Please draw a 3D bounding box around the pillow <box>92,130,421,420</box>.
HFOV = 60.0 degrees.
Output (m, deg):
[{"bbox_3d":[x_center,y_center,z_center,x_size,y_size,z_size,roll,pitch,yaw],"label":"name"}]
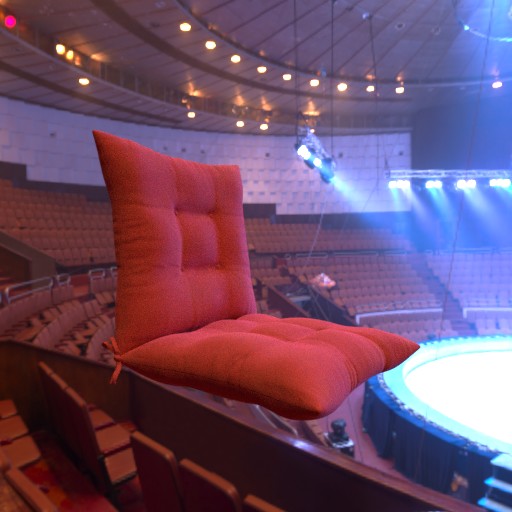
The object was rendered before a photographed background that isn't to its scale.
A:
[{"bbox_3d":[0.000,0.000,0.992,0.585,0.536,0.541,1,1,35],"label":"pillow"}]
